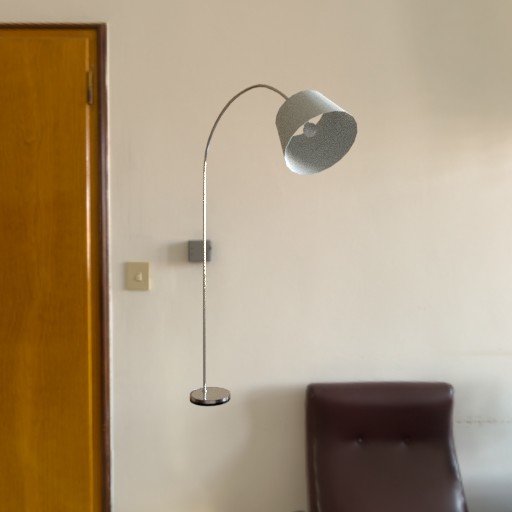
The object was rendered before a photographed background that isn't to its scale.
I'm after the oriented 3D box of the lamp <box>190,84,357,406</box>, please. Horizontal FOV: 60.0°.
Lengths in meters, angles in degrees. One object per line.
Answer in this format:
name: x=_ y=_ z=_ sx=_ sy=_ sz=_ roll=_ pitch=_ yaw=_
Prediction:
lamp: x=0.000 y=0.000 z=2.719 sx=0.406 sy=2.098 sz=1.445 roll=-1 pitch=2 yaw=-36
